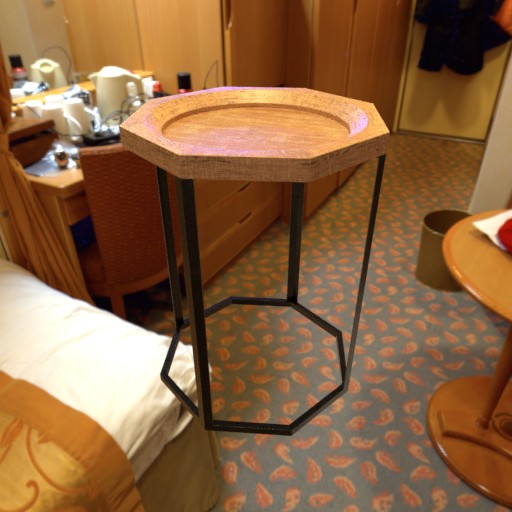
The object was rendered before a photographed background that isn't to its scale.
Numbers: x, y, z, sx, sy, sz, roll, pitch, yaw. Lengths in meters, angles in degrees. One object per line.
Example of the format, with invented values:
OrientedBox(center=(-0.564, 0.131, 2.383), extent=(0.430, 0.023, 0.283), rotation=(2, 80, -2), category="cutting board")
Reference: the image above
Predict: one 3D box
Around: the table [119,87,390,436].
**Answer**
OrientedBox(center=(0.000, 0.000, 0.876), extent=(0.437, 0.553, 0.437), rotation=(-10, 34, -15), category="table")
